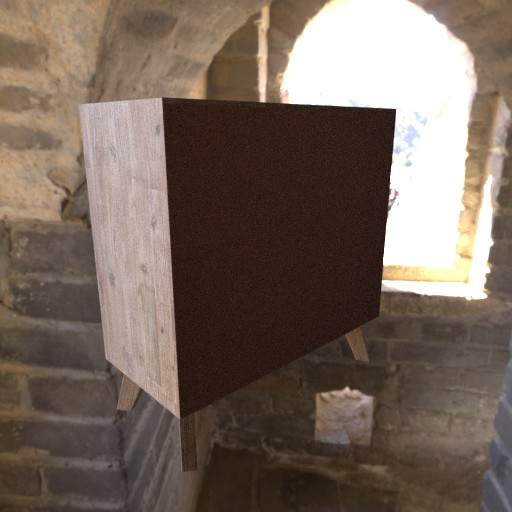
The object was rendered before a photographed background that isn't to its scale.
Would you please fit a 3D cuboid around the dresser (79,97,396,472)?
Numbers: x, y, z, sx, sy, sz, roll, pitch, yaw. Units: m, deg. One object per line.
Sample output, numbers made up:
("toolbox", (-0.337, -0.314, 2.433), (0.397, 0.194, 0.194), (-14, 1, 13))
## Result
("dresser", (0.000, 0.000, 1.611), (0.998, 1.029, 0.455), (-15, 22, -41))
